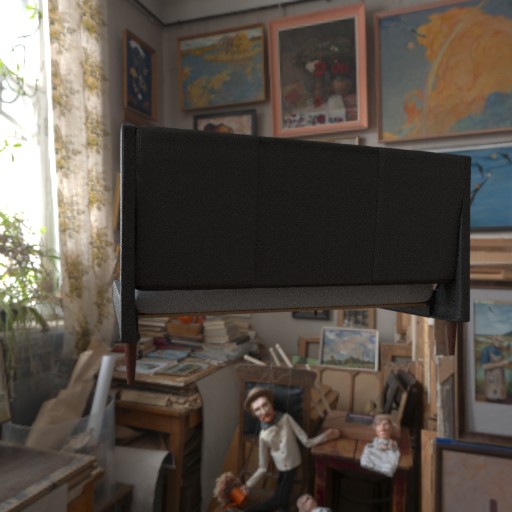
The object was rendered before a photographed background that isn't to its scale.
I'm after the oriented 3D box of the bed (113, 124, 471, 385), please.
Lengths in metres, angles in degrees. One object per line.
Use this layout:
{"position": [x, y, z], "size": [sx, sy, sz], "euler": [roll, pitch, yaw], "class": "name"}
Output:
{"position": [0.000, 0.000, 3.150], "size": [1.903, 1.158, 2.031], "euler": [0, 0, -19], "class": "bed"}
